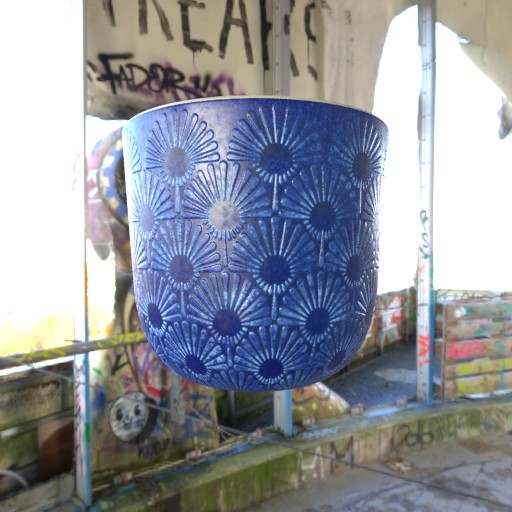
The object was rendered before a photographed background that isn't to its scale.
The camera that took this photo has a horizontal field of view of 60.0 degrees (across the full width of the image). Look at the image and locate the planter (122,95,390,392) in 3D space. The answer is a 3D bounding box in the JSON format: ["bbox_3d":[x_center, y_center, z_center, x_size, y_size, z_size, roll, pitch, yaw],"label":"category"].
[{"bbox_3d":[0.000,0.000,0.359,0.206,0.190,0.206,0,1,0],"label":"planter"}]
